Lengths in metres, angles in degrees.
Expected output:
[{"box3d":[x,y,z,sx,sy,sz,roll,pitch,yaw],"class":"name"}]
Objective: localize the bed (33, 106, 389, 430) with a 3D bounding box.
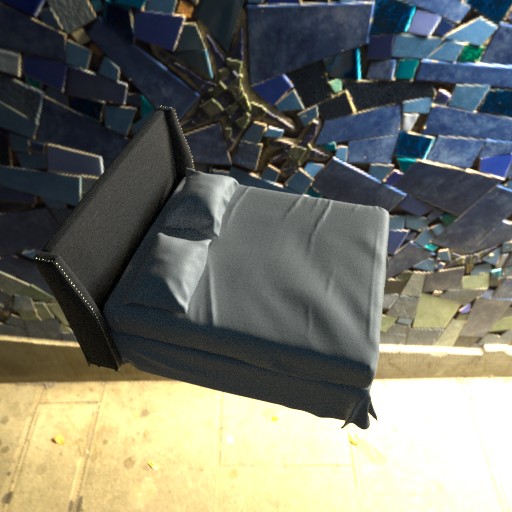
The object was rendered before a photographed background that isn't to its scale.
[{"box3d":[0.000,0.000,3.523,2.276,1.332,1.925,11,48,10],"class":"bed"}]
